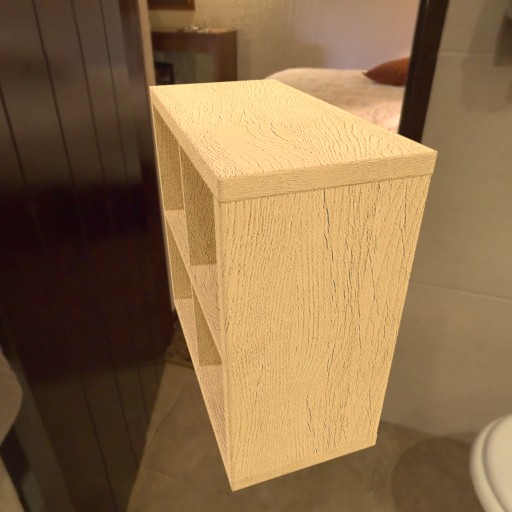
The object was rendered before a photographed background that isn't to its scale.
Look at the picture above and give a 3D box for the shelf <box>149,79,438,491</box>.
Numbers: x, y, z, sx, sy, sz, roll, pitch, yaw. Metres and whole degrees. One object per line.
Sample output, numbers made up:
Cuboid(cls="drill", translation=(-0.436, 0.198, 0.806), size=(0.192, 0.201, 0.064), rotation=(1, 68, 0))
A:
Cuboid(cls="shelf", translation=(0.000, 0.000, 1.230), size=(0.390, 0.786, 0.790), rotation=(-10, 32, -16))
